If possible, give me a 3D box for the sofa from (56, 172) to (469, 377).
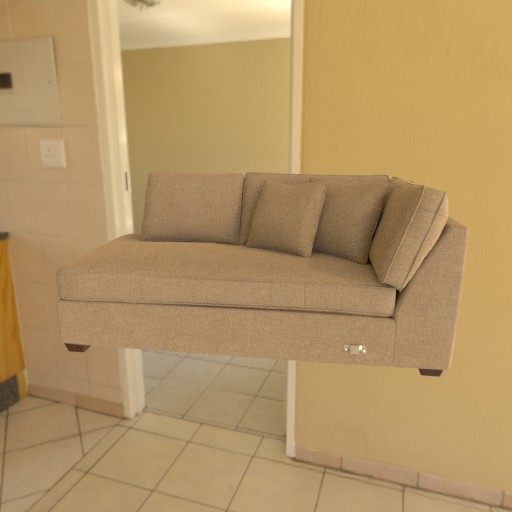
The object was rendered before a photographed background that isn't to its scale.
[{"bbox_3d":[0.000,0.000,2.848,2.238,1.019,1.110,2,15,9],"label":"sofa"}]
